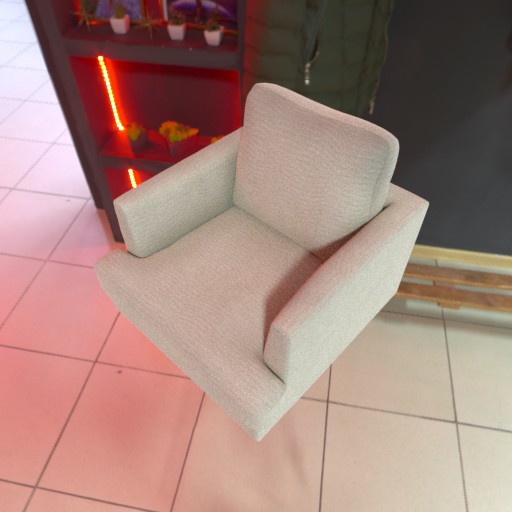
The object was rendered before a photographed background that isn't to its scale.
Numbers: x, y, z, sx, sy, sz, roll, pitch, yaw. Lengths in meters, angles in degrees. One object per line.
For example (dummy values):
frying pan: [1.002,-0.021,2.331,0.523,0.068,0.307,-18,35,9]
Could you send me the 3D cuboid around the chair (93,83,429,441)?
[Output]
chair: [0.000,0.000,1.646,0.858,0.957,0.899,34,56,28]
